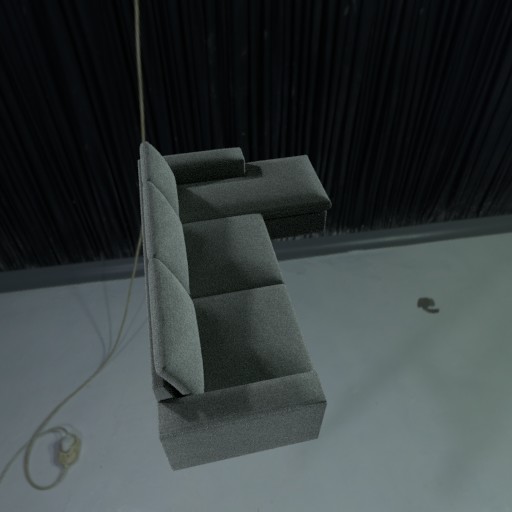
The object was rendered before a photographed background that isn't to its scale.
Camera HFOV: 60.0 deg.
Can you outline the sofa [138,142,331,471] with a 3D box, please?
[{"bbox_3d":[0.000,0.000,3.564,1.689,0.940,2.718,-9,48,-8],"label":"sofa"}]
